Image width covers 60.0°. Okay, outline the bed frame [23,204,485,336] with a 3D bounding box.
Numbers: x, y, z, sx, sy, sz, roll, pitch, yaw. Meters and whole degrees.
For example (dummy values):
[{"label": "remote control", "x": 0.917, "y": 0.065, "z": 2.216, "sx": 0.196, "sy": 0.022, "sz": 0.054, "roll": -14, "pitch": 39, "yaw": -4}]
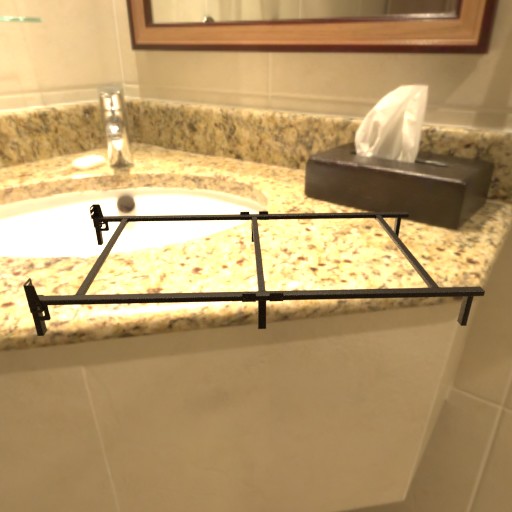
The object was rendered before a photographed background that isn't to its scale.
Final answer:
[{"label": "bed frame", "x": 0.000, "y": 0.000, "z": 2.284, "sx": 1.897, "sy": 0.248, "sz": 0.968, "roll": -1, "pitch": 26, "yaw": -2}]
